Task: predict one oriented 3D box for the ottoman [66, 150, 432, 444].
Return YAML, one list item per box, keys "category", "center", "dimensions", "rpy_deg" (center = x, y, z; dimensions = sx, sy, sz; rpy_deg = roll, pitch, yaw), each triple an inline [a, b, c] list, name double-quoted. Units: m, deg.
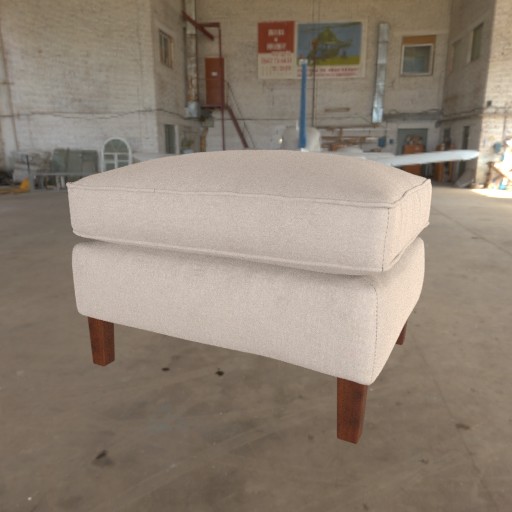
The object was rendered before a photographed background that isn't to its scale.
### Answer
- category: "ottoman"
  center: [0.000, 0.000, 0.978]
  dimensions: [0.665, 0.456, 0.501]
  rpy_deg: [7, 16, 27]
